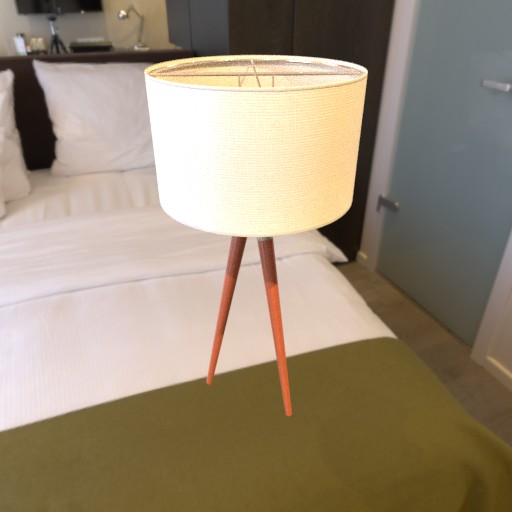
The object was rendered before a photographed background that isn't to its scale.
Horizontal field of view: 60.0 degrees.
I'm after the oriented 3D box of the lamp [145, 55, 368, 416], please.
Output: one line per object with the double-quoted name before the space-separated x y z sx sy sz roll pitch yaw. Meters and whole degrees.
"lamp" 0.000 0.000 0.899 0.355 0.709 0.354 22 37 32
